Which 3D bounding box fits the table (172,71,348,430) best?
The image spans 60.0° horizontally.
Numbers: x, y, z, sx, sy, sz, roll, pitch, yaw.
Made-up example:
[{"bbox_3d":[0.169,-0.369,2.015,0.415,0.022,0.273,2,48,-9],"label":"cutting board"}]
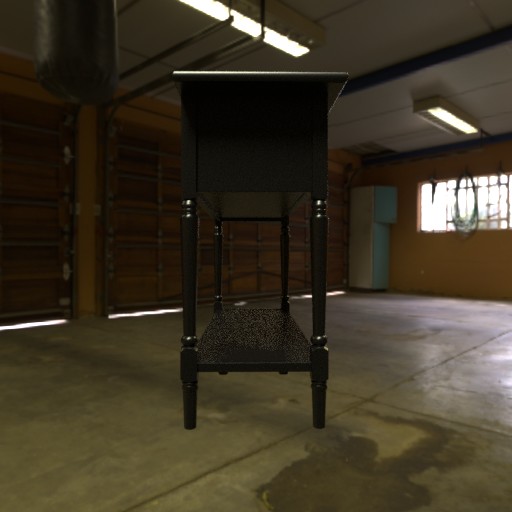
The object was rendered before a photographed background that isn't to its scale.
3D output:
[{"bbox_3d":[0.000,0.000,1.563,0.386,0.819,1.191,0,0,-1],"label":"table"}]
